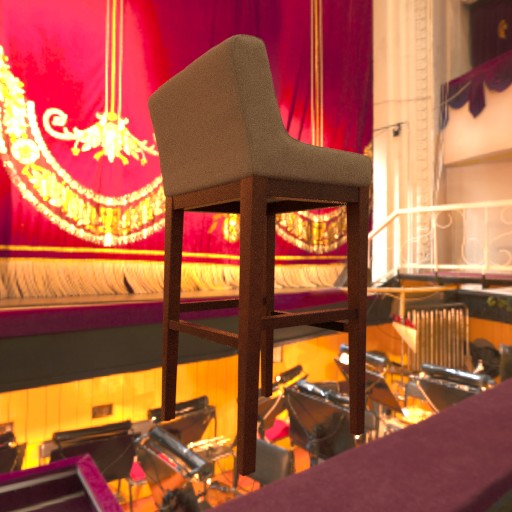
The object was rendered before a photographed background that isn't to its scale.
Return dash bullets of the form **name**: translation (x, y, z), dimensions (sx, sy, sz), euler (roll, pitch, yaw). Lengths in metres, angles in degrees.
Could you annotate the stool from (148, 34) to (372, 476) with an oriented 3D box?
- **stool**: translation (0.000, 0.000, 1.336), dimensions (0.500, 1.037, 0.511), euler (0, 0, -36)
